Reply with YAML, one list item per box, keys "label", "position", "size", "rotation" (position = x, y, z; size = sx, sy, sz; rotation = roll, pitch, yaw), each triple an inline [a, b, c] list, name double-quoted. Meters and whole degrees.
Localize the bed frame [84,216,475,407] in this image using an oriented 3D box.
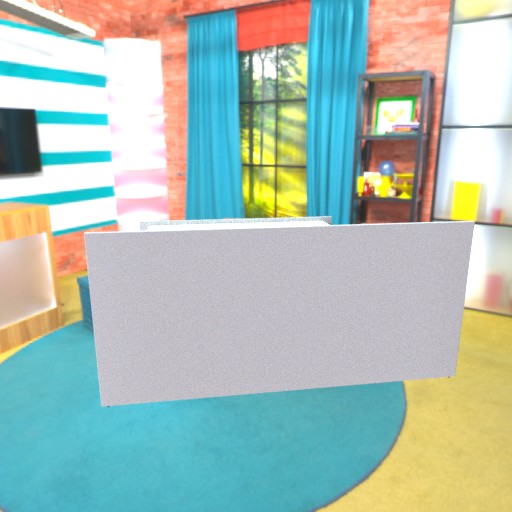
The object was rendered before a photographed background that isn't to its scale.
- label: "bed frame"
  position: [0.000, 0.000, 2.997]
  size: [1.720, 0.800, 2.060]
  rotation: [-2, 15, -8]
